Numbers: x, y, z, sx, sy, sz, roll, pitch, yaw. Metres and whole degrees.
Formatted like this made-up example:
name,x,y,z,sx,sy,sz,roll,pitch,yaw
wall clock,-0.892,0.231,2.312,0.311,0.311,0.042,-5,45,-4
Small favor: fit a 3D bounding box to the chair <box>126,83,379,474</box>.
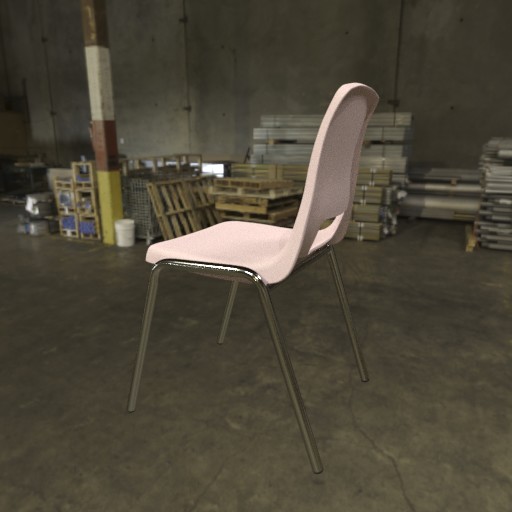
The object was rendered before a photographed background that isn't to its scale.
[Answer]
name,x,y,z,sx,sy,sz,roll,pitch,yaw
chair,0.000,0.000,0.928,0.436,0.653,0.381,8,17,26
